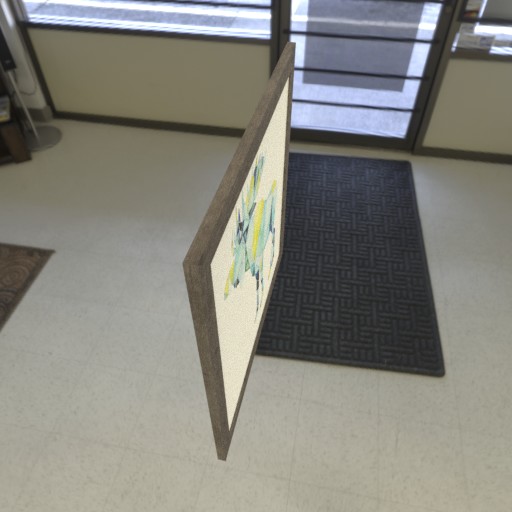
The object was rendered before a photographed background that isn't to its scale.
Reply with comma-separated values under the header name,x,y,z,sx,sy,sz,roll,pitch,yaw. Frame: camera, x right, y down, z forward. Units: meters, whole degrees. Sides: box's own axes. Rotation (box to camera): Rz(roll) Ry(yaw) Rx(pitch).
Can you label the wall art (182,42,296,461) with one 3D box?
name,x,y,z,sx,sy,sz,roll,pitch,yaw
wall art,0.000,0.000,0.675,0.013,0.457,0.457,10,48,9
